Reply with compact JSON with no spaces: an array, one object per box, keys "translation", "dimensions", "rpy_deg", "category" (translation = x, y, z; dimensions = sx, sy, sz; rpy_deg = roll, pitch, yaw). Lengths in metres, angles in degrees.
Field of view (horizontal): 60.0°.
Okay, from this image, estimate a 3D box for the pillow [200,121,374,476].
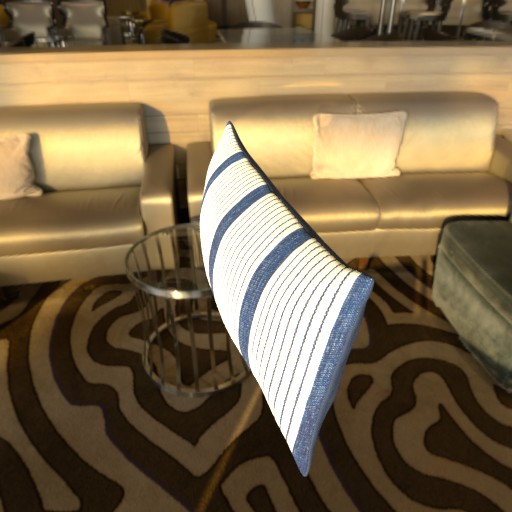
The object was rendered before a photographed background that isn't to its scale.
[{"translation":[0.000,0.000,0.736],"dimensions":[0.156,0.292,0.608],"rpy_deg":[-8,32,-14],"category":"pillow"}]
